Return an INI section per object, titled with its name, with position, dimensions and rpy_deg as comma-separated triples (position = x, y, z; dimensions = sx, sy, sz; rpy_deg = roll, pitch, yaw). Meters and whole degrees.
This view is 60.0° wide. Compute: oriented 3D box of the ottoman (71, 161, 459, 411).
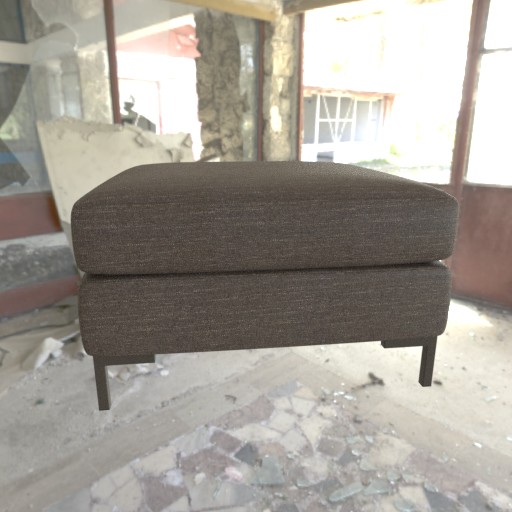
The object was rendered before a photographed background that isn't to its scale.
[ottoman]
position = 0.000, 0.000, 1.228
dimensions = 0.820, 0.490, 0.671
rpy_deg = -2, 17, -7
